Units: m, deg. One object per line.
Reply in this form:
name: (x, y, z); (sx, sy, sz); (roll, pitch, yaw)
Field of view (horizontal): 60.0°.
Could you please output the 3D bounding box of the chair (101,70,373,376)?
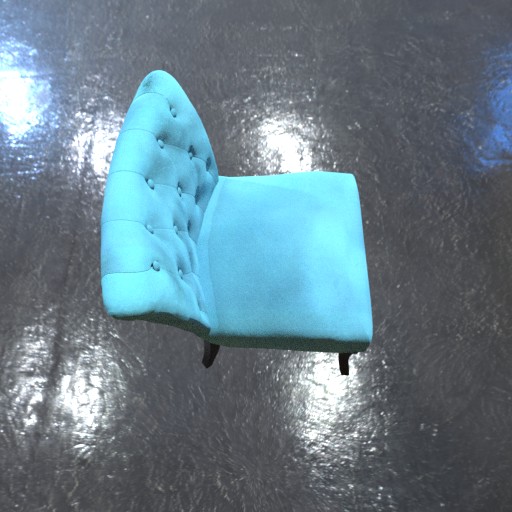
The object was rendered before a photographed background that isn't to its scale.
chair: (0.000, 0.000, 1.196); (0.605, 0.750, 0.582); (0, 64, 0)
